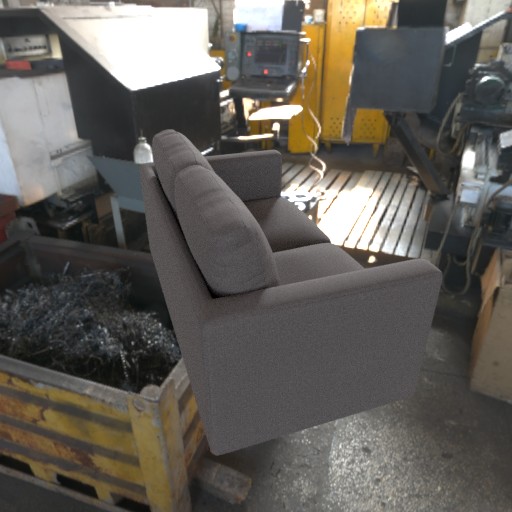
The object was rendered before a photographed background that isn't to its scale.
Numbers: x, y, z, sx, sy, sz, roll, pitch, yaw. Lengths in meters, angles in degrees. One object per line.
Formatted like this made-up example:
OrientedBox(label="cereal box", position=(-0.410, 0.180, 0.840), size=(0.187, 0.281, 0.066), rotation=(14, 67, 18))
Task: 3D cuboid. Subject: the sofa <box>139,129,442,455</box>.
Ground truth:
OrientedBox(label="sofa", position=(0.000, 0.000, 1.951), size=(0.796, 0.908, 1.430), rotation=(-10, 31, -17))
